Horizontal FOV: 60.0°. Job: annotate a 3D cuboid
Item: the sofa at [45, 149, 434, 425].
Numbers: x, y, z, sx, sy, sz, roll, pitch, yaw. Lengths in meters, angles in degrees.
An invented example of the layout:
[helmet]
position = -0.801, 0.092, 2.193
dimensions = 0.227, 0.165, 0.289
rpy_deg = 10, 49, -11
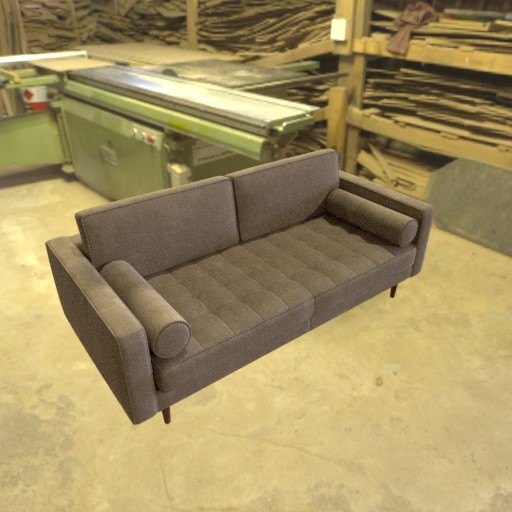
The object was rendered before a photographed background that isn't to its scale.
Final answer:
[sofa]
position = 0.000, 0.000, 2.360
dimensions = 1.883, 0.769, 0.920
rpy_deg = -21, 36, -32
